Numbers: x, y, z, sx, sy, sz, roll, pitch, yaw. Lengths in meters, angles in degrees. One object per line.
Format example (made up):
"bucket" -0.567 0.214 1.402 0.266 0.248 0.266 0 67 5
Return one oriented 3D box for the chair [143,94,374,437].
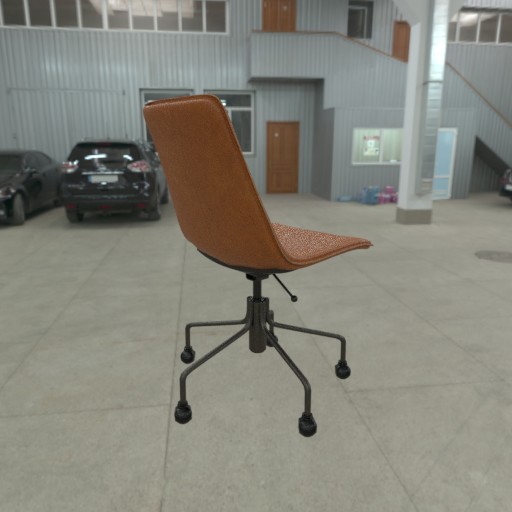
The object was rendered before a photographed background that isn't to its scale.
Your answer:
"chair" 0.000 0.000 1.418 0.660 0.920 0.651 -13 19 -41
